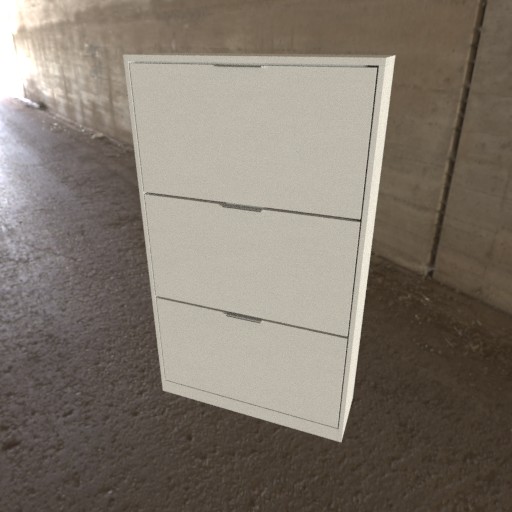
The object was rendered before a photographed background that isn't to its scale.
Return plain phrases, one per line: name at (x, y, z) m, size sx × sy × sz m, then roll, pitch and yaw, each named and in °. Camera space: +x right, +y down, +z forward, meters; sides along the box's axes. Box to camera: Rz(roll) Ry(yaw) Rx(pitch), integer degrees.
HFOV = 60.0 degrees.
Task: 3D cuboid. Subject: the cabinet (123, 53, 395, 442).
cabinet at (0.000, 0.000, 1.549) m, size 0.750 × 1.280 × 0.250 m, roll 9°, pitch 27°, yaw 19°
